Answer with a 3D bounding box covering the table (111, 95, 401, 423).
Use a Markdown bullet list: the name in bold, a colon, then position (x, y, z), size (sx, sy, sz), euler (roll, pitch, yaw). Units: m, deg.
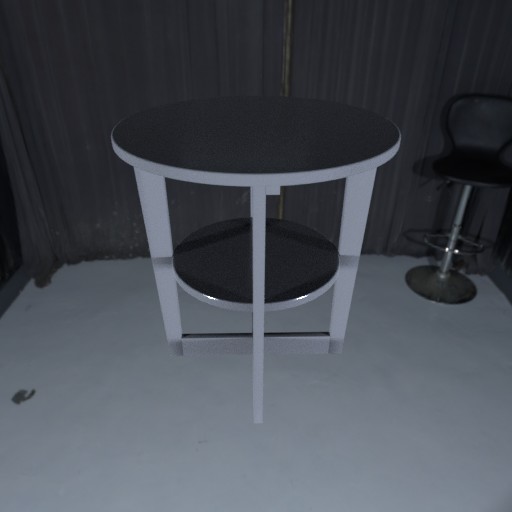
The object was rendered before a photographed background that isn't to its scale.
- **table**: position (0.000, 0.000, 0.934), size (0.500, 0.550, 0.500), euler (0, 31, 0)
